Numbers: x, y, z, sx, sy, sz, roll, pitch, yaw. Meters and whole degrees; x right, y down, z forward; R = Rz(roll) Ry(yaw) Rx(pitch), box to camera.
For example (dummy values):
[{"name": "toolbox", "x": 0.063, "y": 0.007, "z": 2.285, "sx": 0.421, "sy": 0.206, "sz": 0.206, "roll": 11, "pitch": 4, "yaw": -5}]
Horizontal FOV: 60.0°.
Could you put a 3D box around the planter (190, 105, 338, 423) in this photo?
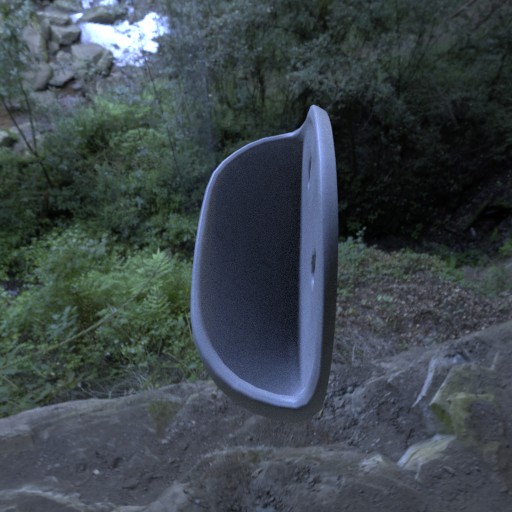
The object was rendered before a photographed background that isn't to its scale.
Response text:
[{"name": "planter", "x": 0.000, "y": 0.000, "z": 0.268, "sx": 0.073, "sy": 0.164, "sz": 0.190, "roll": 2, "pitch": 57, "yaw": 1}]
